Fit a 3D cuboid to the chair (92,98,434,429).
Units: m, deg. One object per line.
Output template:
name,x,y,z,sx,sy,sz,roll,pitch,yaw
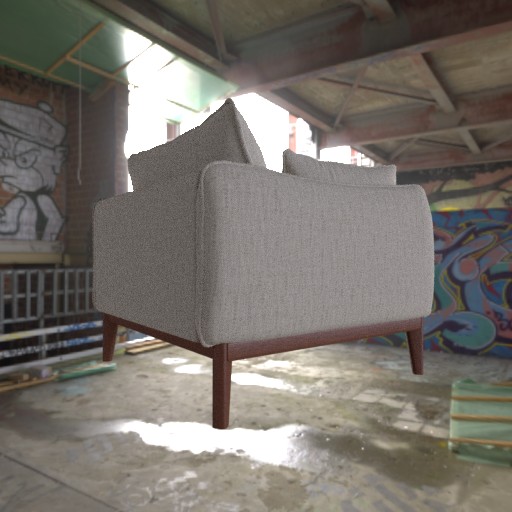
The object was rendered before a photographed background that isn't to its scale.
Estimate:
chair,0.000,0.000,1.720,0.991,0.855,0.994,0,0,-36
